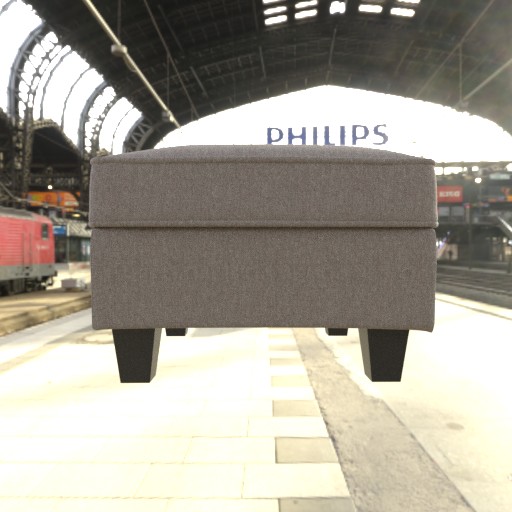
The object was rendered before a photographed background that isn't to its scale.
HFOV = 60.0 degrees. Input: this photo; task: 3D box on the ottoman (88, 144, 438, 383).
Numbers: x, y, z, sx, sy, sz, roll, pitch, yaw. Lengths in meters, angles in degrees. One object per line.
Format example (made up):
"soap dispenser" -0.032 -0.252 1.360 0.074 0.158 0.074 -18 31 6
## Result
"ottoman" 0.000 0.000 1.409 0.871 0.612 0.808 0 1 -1
